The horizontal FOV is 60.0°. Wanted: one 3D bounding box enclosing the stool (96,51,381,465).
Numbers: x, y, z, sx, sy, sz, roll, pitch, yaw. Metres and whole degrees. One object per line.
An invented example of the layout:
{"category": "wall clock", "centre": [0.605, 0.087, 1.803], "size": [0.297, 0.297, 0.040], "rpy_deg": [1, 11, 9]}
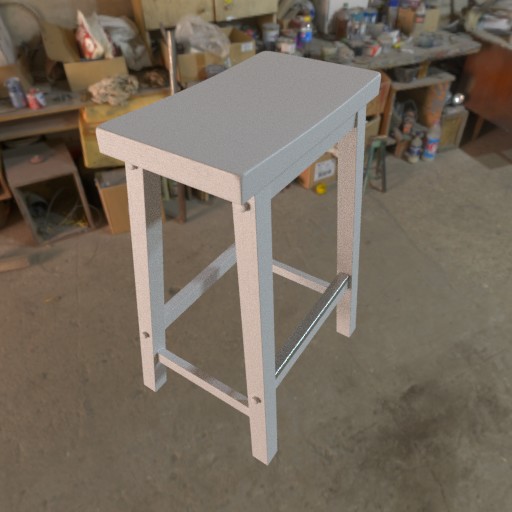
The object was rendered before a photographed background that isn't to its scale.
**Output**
{"category": "stool", "centre": [0.000, 0.000, 0.842], "size": [0.322, 0.610, 0.406], "rpy_deg": [23, 45, 25]}
